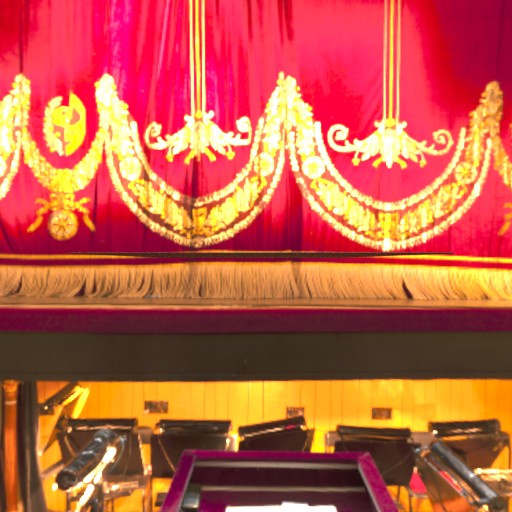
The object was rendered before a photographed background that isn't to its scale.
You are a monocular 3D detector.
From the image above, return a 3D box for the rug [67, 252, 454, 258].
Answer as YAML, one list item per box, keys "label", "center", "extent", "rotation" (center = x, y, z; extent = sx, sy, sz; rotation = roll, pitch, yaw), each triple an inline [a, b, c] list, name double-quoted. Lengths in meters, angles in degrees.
- label: "rug"
  center: [0.000, 0.000, 3.723]
  extent: [2.007, 0.013, 2.896]
  rotation: [0, -1, -1]
